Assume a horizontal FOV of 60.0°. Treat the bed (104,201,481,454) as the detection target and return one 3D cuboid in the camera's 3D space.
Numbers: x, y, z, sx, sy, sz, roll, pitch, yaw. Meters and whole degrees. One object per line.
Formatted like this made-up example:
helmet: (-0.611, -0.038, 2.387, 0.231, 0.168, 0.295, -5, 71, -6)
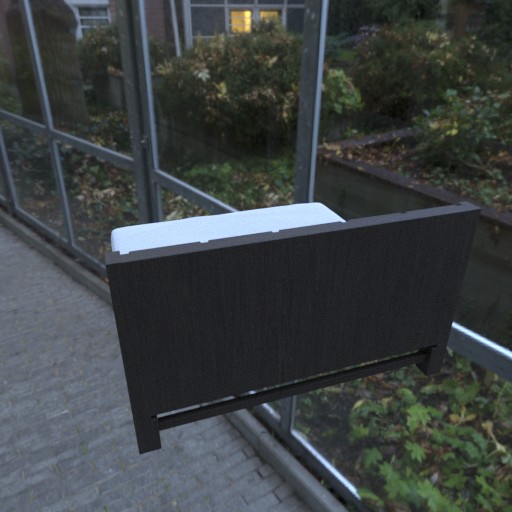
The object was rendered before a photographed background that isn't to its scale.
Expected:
bed: (0.000, 0.000, 3.452, 2.134, 1.270, 2.012, -9, 29, -17)
